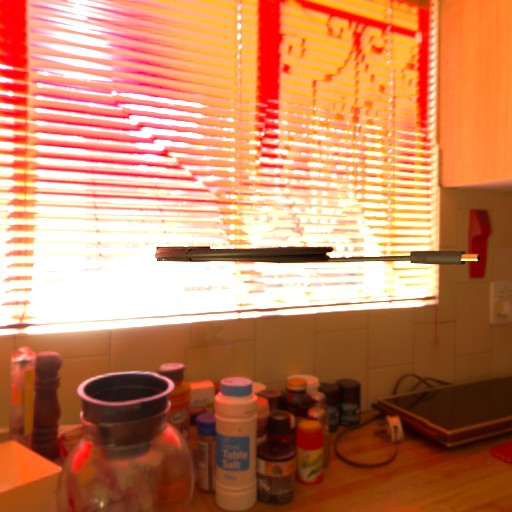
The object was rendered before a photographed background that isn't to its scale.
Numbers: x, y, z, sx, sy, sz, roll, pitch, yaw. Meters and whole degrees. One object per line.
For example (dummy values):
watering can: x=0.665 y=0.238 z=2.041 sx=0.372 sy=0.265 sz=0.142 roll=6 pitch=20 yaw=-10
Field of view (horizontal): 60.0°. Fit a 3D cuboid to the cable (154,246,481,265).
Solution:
cable: x=0.000 y=0.000 z=0.327 sx=0.281 sy=0.015 sz=0.136 roll=1 pitch=1 yaw=34
